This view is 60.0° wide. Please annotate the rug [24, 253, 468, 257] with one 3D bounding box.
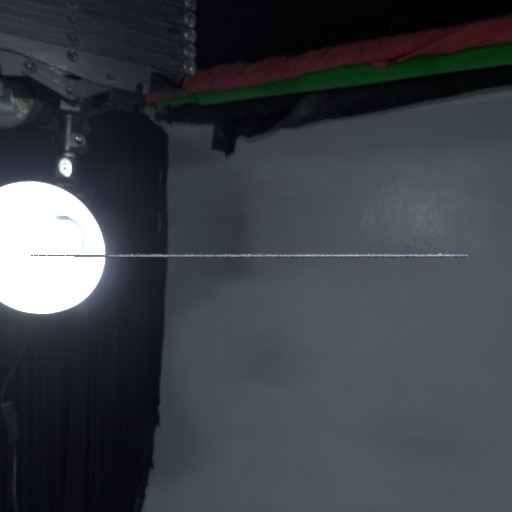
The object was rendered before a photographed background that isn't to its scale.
[{"bbox_3d":[0.000,0.000,3.014,2.449,0.018,1.539,0,0,19],"label":"rug"}]
